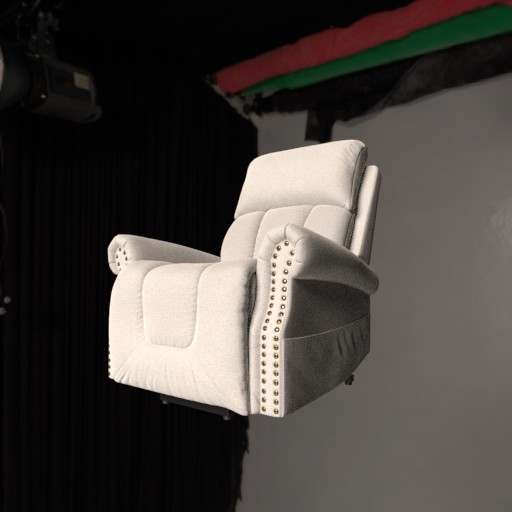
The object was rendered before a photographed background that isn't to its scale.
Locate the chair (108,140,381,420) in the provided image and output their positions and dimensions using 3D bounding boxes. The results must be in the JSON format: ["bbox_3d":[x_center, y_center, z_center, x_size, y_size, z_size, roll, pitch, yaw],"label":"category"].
[{"bbox_3d":[0.000,0.000,1.753,0.871,1.031,0.979,-1,-2,36],"label":"chair"}]
